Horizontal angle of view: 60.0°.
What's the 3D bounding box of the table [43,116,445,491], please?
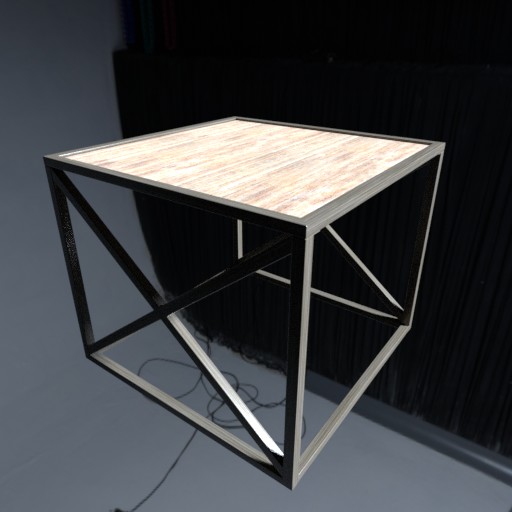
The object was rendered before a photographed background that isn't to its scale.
[{"bbox_3d":[0.000,0.000,1.054,0.611,0.507,0.609,18,32,32],"label":"table"}]
